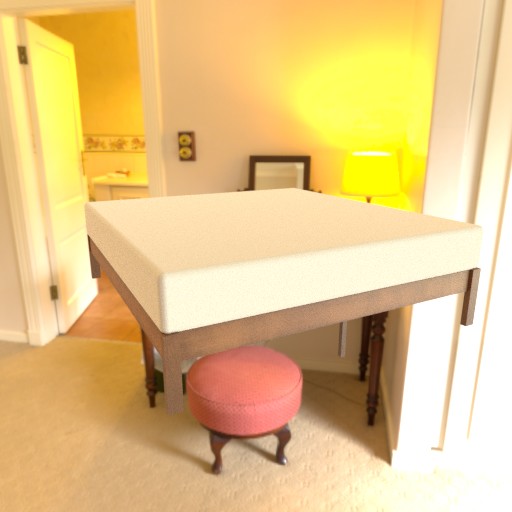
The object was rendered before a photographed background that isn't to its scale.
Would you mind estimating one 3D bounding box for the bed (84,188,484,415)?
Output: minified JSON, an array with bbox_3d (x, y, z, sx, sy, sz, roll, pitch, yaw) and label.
[{"bbox_3d":[0.000,0.000,3.067,1.930,0.616,2.049,-8,18,-27],"label":"bed"}]
